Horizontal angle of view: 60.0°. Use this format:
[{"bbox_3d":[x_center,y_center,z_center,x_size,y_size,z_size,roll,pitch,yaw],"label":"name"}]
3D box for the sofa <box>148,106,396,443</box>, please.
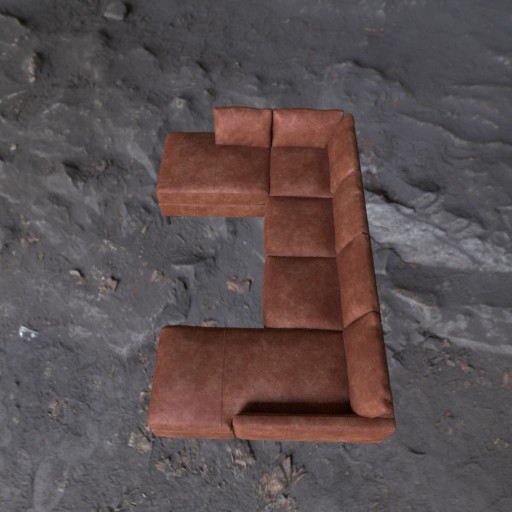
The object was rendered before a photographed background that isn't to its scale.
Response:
[{"bbox_3d":[0.000,0.000,3.881,1.939,0.900,2.956,1,58,1],"label":"sofa"}]
